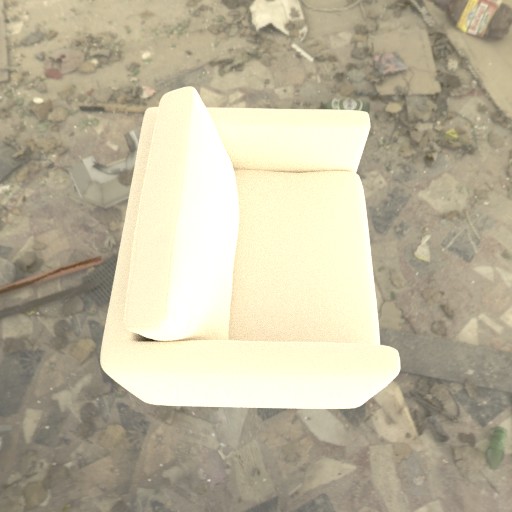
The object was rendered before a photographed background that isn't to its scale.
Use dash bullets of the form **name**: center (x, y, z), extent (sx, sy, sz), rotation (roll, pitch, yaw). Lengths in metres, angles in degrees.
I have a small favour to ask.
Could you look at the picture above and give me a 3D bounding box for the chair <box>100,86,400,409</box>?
- **chair**: center (0.000, 0.000, 1.671), extent (0.878, 0.885, 1.019), rotation (1, 63, 1)
